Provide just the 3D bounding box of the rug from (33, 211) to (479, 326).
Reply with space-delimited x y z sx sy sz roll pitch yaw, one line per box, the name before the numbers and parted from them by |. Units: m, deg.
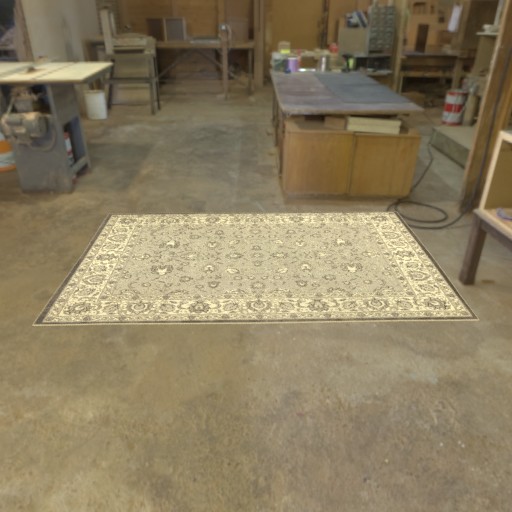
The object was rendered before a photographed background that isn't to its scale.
rug | 0.000 0.000 3.071 2.438 0.011 1.524 -1 29 -1
